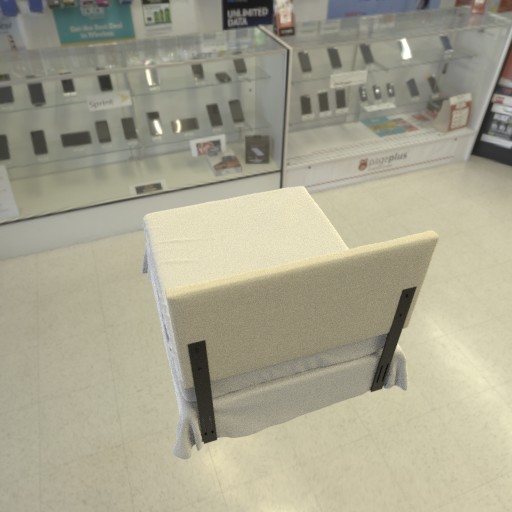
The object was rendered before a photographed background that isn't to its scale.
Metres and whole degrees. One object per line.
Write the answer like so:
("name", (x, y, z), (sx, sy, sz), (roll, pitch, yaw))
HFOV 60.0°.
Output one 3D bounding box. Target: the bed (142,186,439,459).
("bed", (0.000, 0.000, 3.665), (1.936, 1.577, 2.222), (-12, 43, -13))
